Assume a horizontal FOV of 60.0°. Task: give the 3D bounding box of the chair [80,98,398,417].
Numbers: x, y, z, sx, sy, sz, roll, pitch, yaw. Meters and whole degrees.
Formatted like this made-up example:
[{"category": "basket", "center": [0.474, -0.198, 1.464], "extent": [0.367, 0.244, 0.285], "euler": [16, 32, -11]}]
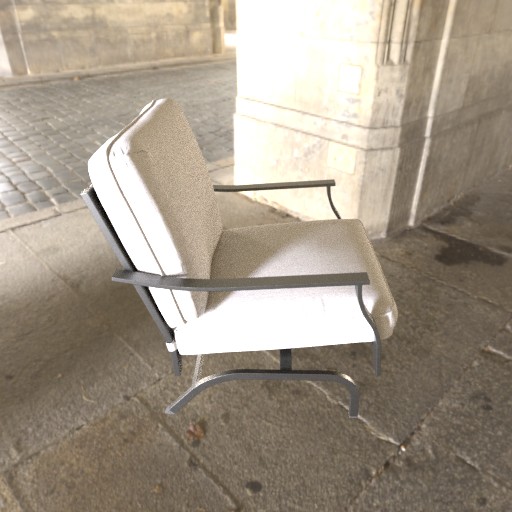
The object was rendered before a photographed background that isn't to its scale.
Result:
[{"category": "chair", "center": [0.000, 0.000, 1.394], "extent": [0.787, 0.860, 0.650], "euler": [1, 31, 1]}]
